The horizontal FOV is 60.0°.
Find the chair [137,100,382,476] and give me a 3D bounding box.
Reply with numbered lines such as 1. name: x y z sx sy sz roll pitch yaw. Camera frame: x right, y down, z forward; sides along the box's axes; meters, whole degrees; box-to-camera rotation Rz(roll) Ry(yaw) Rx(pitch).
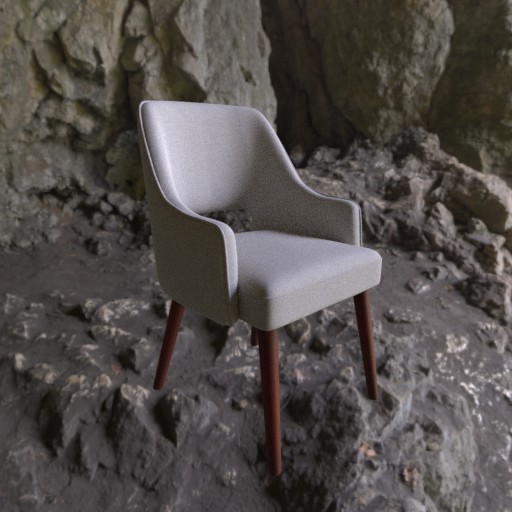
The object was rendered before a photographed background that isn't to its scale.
1. chair: 0.000 0.000 1.240 0.560 0.840 0.580 -14 21 -43
